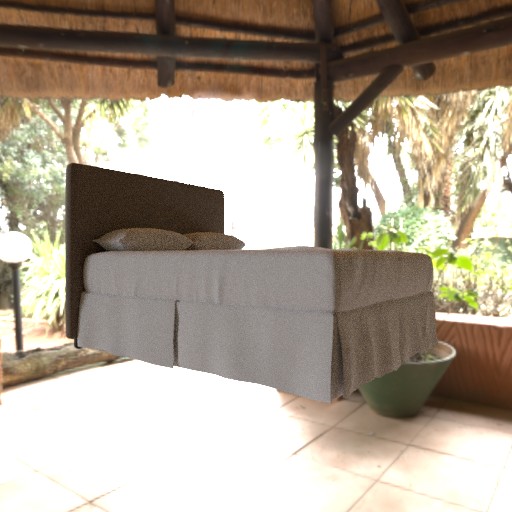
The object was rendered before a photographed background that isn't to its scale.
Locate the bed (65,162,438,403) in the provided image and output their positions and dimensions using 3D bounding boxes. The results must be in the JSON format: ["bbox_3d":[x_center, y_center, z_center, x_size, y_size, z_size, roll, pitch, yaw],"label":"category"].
[{"bbox_3d":[0.000,0.000,3.192,2.142,1.330,1.723,0,0,36],"label":"bed"}]
